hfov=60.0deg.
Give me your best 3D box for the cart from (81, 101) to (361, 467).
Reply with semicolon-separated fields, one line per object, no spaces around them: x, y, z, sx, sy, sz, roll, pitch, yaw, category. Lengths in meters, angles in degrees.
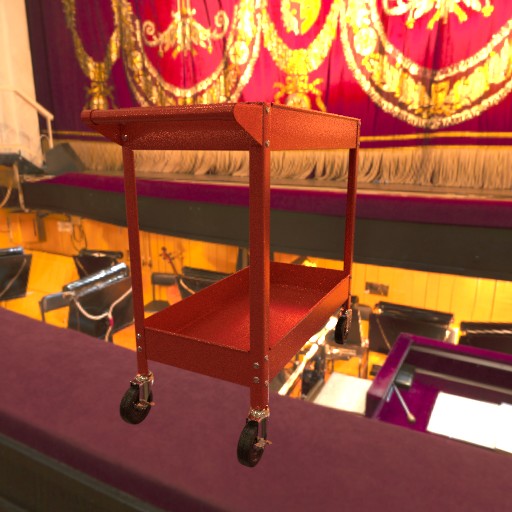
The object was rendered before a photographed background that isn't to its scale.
0.000;0.000;1.175;0.366;0.719;0.779;7;16;26;cart
